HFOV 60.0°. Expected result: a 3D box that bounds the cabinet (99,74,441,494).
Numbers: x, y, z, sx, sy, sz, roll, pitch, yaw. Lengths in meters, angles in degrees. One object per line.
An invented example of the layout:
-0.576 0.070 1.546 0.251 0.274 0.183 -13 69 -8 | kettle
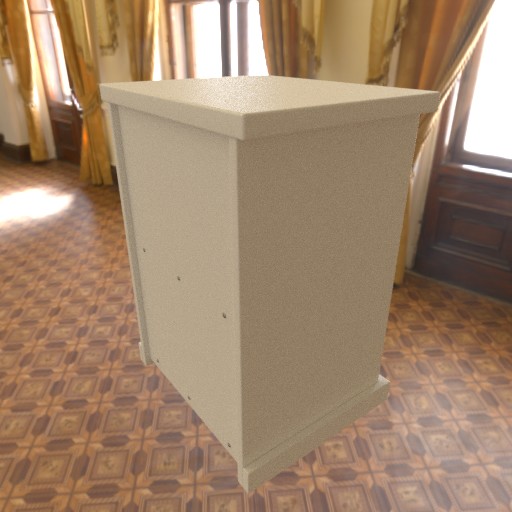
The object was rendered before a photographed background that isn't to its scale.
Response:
0.000 0.000 1.012 0.431 0.723 0.520 -18 32 -33 | cabinet
